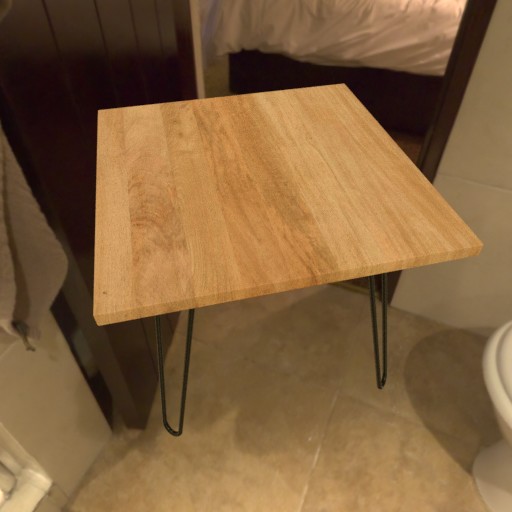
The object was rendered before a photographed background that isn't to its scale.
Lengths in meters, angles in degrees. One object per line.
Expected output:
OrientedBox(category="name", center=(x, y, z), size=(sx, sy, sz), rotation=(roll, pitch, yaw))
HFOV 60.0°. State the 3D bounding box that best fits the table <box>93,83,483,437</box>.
OrientedBox(category="table", center=(0.000, 0.000, 1.033), size=(0.599, 0.500, 0.599), rotation=(-10, 46, -9))
